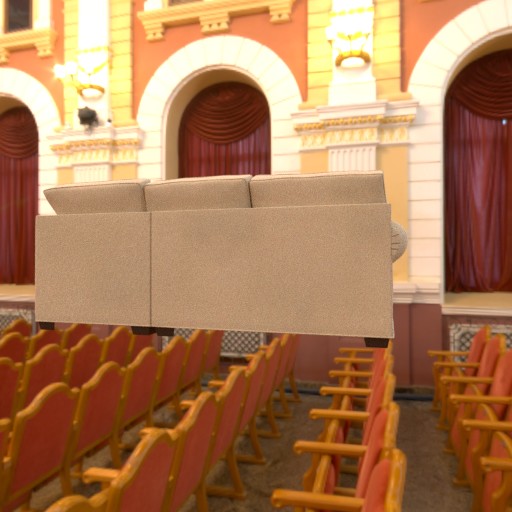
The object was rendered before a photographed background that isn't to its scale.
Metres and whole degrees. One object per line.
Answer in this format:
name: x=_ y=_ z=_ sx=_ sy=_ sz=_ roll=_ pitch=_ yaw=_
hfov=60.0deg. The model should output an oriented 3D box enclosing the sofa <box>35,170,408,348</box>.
sofa: x=0.000 y=0.000 z=3.977 sx=2.487 sy=1.054 sz=2.569 roll=0 pitch=-1 yaw=16
